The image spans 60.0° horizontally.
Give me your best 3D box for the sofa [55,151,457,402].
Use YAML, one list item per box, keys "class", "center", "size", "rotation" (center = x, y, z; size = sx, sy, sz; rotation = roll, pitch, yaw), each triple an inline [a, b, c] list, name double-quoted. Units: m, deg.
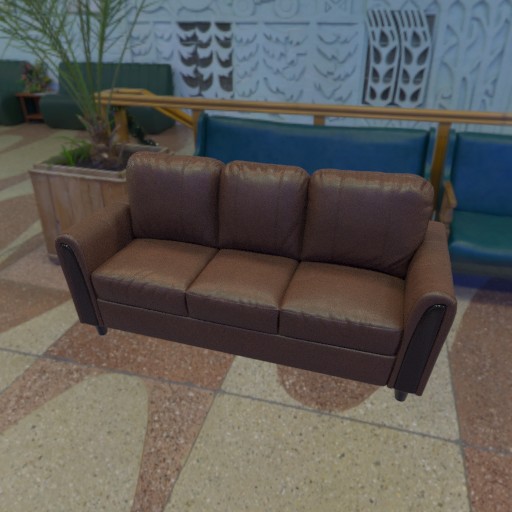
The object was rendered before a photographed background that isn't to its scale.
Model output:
- class: "sofa"
  center: [0.000, 0.000, 2.314]
  size: [1.862, 0.915, 0.802]
  rotation: [8, 29, 15]
